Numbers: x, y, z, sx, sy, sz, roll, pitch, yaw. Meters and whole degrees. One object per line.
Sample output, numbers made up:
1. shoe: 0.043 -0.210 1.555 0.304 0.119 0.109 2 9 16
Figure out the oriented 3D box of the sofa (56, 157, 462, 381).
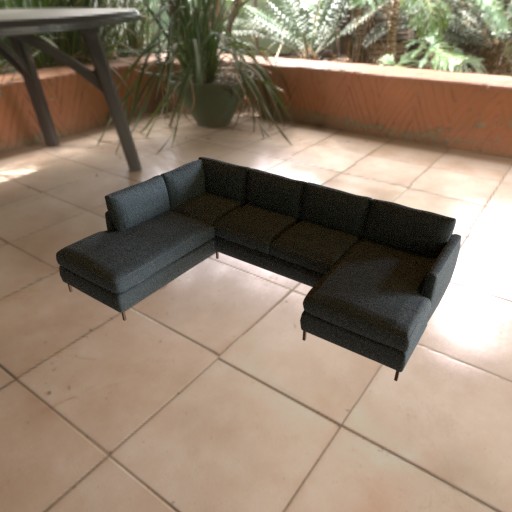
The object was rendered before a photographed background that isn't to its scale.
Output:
1. sofa: 0.000 0.000 3.594 2.737 0.753 1.879 20 36 29
